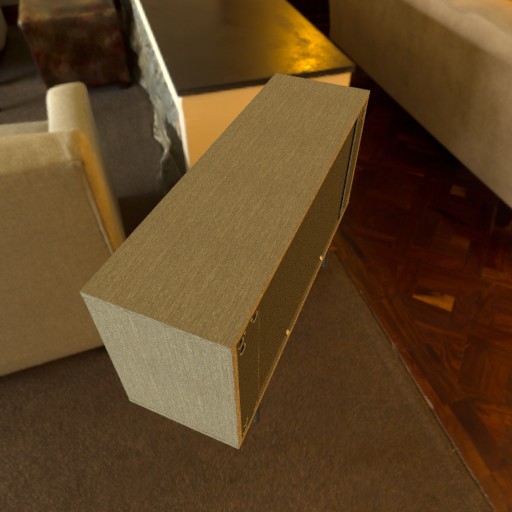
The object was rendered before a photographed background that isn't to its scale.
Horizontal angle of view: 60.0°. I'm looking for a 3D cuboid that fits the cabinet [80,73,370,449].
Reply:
[{"bbox_3d":[0.000,0.000,1.599,0.405,0.787,1.194,17,49,16],"label":"cabinet"}]
